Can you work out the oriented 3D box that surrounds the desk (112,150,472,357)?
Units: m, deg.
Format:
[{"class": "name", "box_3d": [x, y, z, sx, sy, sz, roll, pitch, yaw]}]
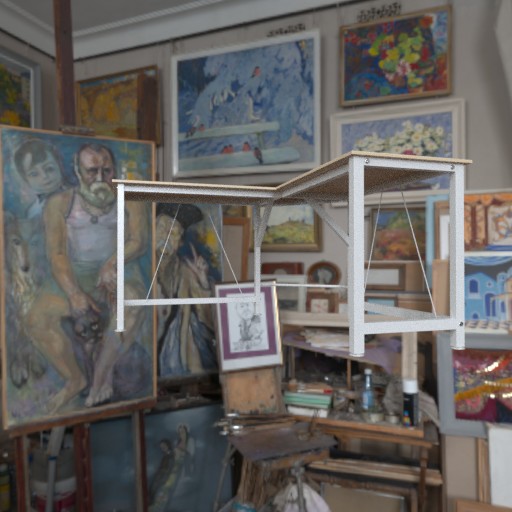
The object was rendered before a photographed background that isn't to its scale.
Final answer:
[{"class": "desk", "box_3d": [0.000, 0.000, 2.250, 1.400, 0.762, 1.400, 0, -1, -17]}]
